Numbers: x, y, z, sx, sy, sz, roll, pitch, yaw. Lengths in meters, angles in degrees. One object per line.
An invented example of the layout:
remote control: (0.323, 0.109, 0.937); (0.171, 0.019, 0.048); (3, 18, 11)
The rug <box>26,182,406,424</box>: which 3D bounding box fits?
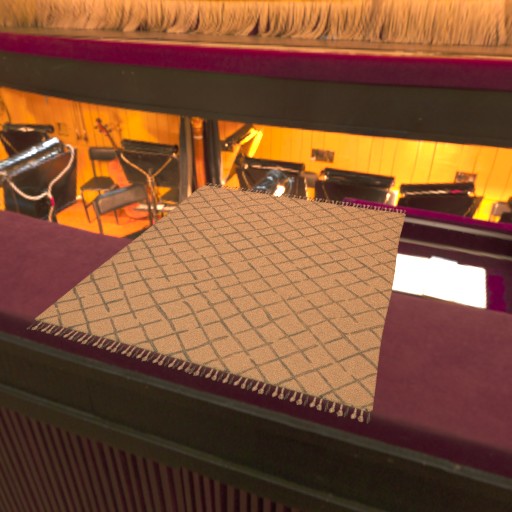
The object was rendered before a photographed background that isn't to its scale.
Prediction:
rug: (0.000, 0.000, 4.782); (2.892, 0.036, 3.585); (11, 32, 17)
